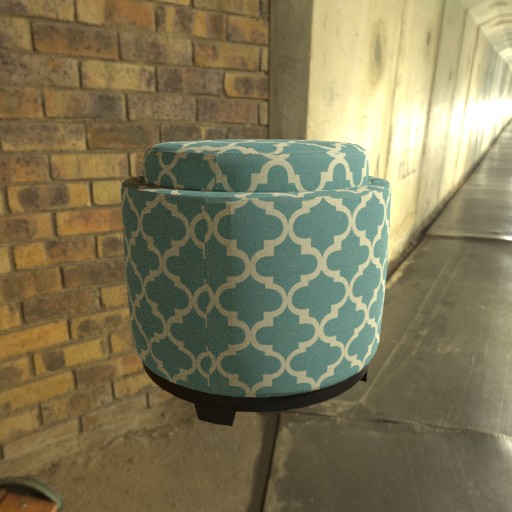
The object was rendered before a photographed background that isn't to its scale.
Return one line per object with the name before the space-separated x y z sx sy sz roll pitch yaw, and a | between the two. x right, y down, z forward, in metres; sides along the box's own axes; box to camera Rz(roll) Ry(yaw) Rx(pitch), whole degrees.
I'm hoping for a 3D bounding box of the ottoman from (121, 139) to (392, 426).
ottoman | 0.000 0.000 0.845 0.480 0.429 0.480 0 16 0
